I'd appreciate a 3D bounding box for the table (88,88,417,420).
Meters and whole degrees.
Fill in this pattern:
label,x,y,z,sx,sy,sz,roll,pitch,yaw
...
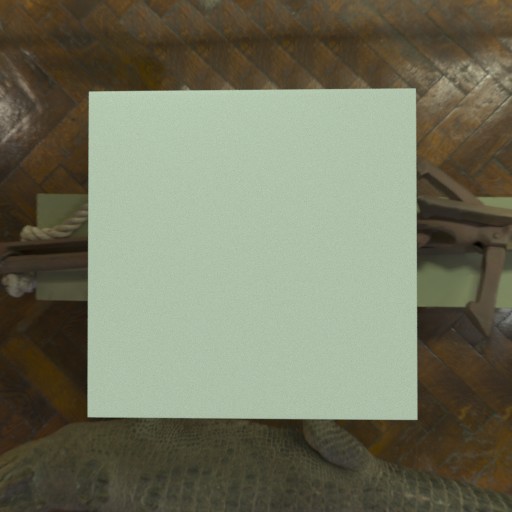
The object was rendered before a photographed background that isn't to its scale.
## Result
label,x,y,z,sx,sy,sz,roll,pitch,yaw
table,0.000,0.000,0.754,0.381,0.483,0.381,0,89,1
